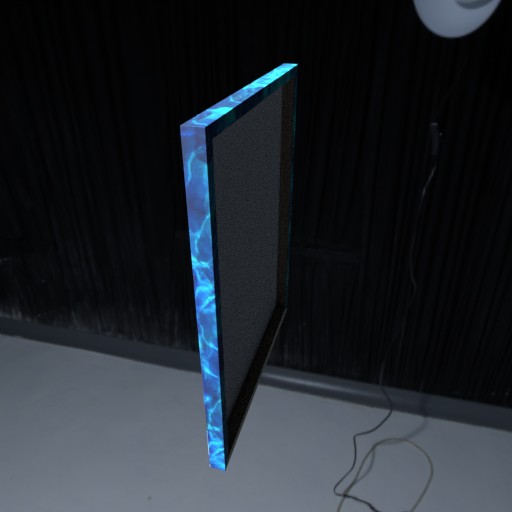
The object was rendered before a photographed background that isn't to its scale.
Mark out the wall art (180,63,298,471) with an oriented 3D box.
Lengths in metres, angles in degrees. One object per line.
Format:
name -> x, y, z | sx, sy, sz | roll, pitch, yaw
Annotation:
wall art -> 0.000, 0.000, 1.045 | 0.038, 0.760, 0.609 | 9, 32, 14
